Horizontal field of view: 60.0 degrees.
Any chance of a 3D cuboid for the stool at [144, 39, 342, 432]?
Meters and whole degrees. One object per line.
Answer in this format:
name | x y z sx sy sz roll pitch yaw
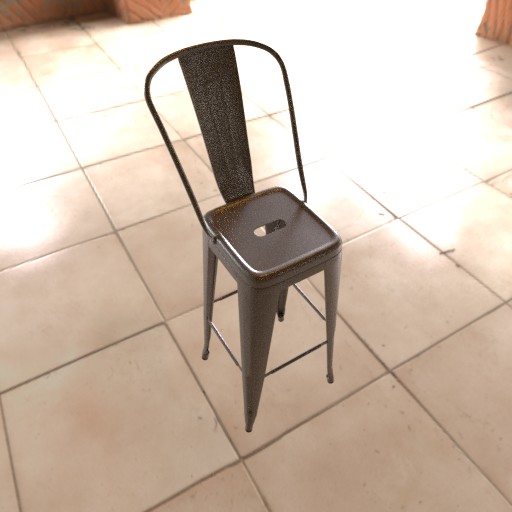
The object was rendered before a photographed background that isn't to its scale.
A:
stool | 0.000 0.000 1.355 0.399 1.096 0.513 -23 50 -22
